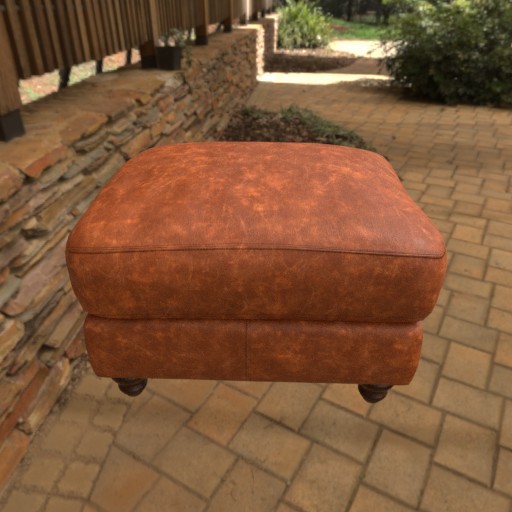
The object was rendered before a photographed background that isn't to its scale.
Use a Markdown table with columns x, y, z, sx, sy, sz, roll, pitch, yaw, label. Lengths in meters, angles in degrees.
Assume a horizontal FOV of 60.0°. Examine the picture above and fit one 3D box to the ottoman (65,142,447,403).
| x | y | z | sx | sy | sz | roll | pitch | yaw | label |
| --- | --- | --- | --- | --- | --- | --- | --- | --- | --- |
| 0.000 | 0.000 | 1.249 | 0.832 | 0.562 | 0.657 | 1 | 31 | 2 | ottoman |
